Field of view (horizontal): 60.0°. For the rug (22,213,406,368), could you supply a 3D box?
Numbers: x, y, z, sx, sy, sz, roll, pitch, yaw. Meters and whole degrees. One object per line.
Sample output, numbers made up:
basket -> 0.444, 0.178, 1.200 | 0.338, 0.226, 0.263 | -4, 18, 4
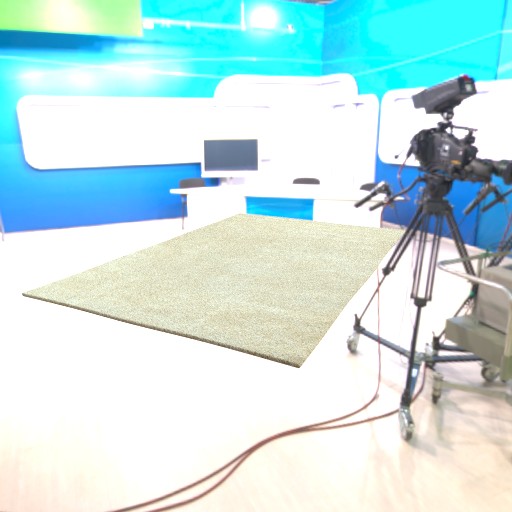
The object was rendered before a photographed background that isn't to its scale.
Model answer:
rug -> 0.000, 0.000, 3.433 | 1.800, 0.025, 2.699 | 9, 19, 26
